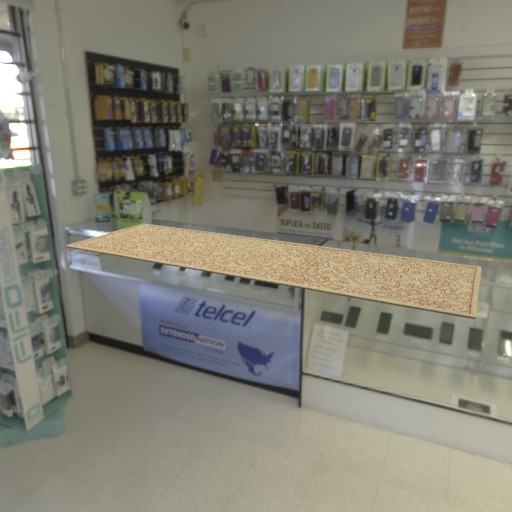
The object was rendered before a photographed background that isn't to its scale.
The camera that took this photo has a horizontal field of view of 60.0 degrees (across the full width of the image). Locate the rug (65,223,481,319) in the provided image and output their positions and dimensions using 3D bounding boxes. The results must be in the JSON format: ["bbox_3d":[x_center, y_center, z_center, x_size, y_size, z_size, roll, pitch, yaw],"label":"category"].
[{"bbox_3d":[0.000,0.000,2.696,2.448,0.012,0.769,8,19,26],"label":"rug"}]
